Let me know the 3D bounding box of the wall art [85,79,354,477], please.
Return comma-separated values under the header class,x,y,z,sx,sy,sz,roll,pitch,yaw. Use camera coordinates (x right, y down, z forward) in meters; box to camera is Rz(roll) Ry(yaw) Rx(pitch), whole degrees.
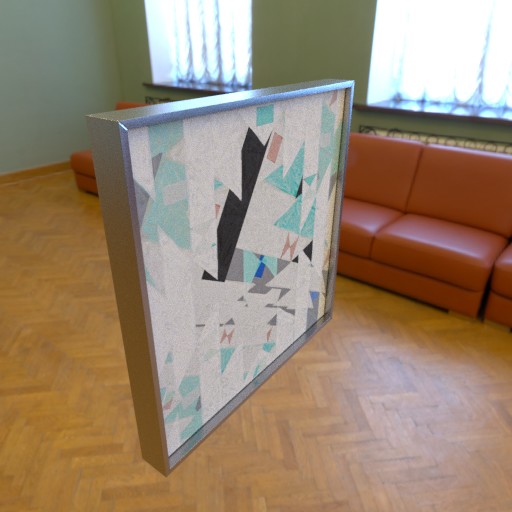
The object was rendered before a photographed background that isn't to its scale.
class,x,y,z,sx,sy,sz,roll,pitch,yaw
wall art,0.000,0.000,0.504,0.038,0.350,0.350,19,32,32
